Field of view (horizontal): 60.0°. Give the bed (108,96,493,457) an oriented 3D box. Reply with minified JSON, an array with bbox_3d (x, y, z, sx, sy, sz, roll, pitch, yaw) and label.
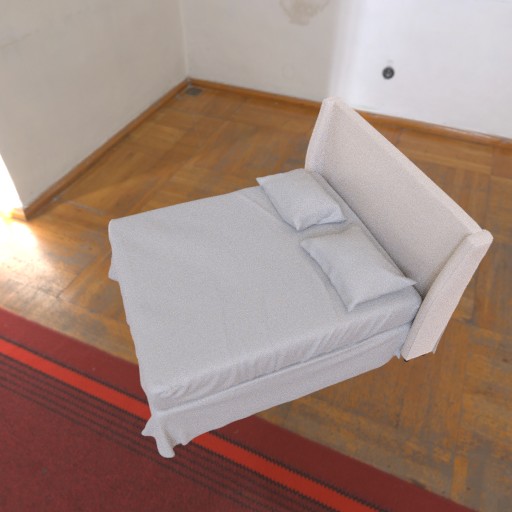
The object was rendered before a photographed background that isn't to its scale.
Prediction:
[{"bbox_3d":[0.000,0.000,3.373,2.276,1.332,1.925,-16,48,-15],"label":"bed"}]
